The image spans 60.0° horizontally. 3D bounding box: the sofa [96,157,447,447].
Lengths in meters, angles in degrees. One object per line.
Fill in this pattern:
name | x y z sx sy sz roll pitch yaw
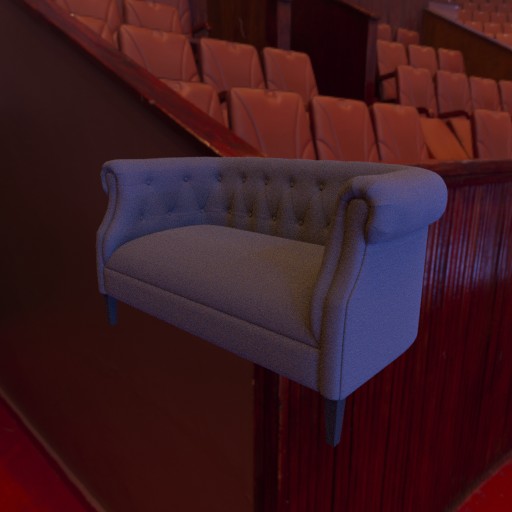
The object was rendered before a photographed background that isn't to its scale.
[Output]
sofa | 0.000 0.000 1.989 1.558 0.827 0.835 14 20 41
